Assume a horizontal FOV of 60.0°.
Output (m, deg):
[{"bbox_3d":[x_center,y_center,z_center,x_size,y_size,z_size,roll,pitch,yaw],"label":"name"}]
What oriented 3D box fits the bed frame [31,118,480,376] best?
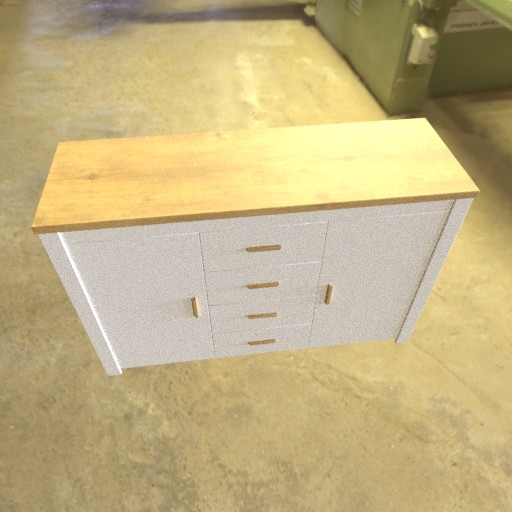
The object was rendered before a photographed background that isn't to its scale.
[{"bbox_3d":[0.000,0.000,1.727,1.300,0.850,0.430,-5,47,-5],"label":"bed frame"}]
